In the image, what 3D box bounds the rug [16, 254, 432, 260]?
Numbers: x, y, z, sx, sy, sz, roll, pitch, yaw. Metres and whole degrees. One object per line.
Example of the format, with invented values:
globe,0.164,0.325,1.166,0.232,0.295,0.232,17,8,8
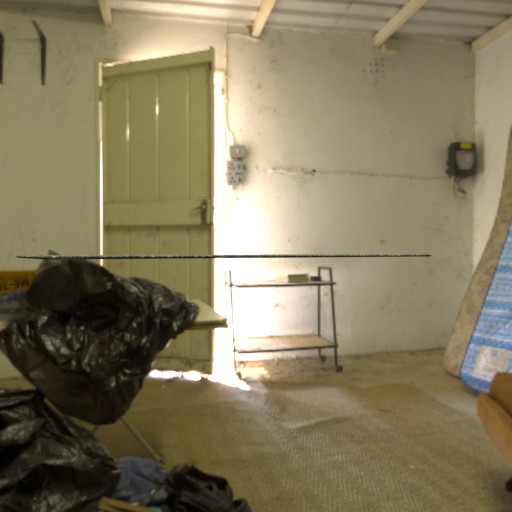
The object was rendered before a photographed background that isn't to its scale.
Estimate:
rug,0.000,0.000,2.481,2.306,0.013,0.719,0,1,-36
